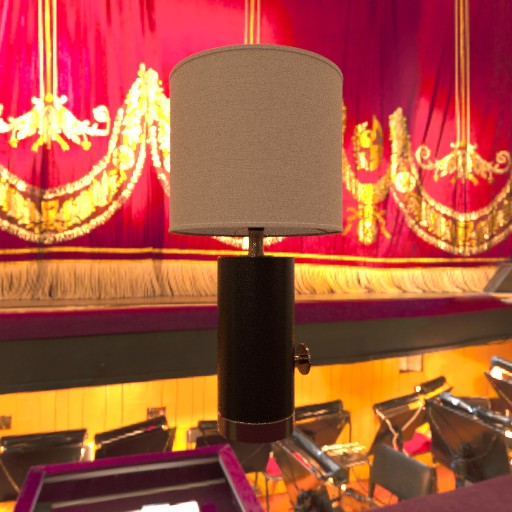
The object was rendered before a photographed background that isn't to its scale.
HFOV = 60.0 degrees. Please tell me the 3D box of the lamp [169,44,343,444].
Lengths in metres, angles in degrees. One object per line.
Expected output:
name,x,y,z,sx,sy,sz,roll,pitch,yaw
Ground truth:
lamp,0.000,0.000,0.623,0.240,0.482,0.241,0,0,-19
